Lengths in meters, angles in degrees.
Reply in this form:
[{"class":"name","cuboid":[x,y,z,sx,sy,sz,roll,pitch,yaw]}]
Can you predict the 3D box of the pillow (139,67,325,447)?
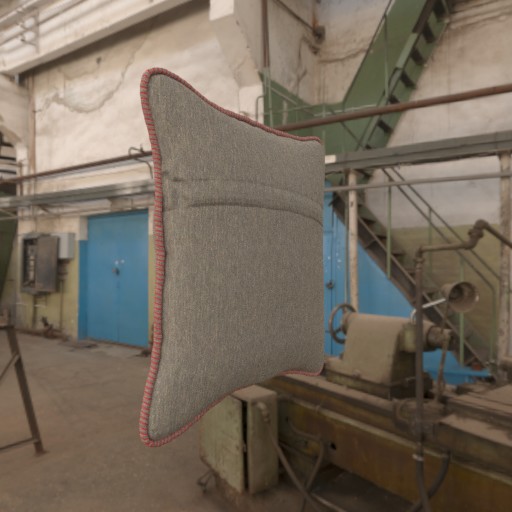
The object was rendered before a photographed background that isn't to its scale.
[{"class":"pillow","cuboid":[0.000,0.000,0.744,0.124,0.491,0.482,0,0,36]}]
